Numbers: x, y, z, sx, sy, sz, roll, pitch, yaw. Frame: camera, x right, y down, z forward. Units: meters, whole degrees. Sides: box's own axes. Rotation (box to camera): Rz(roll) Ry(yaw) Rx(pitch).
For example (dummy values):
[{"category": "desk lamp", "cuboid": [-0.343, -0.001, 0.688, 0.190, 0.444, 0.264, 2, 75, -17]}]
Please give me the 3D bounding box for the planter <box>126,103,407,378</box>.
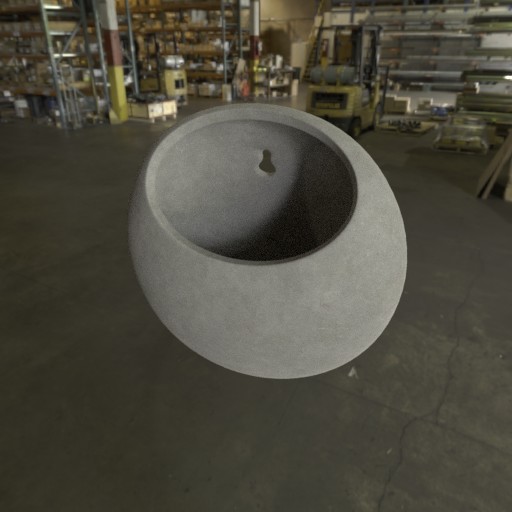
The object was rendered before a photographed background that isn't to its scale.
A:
[{"category": "planter", "cuboid": [0.000, 0.000, 0.286, 0.185, 0.188, 0.071, 8, 26, 16]}]
